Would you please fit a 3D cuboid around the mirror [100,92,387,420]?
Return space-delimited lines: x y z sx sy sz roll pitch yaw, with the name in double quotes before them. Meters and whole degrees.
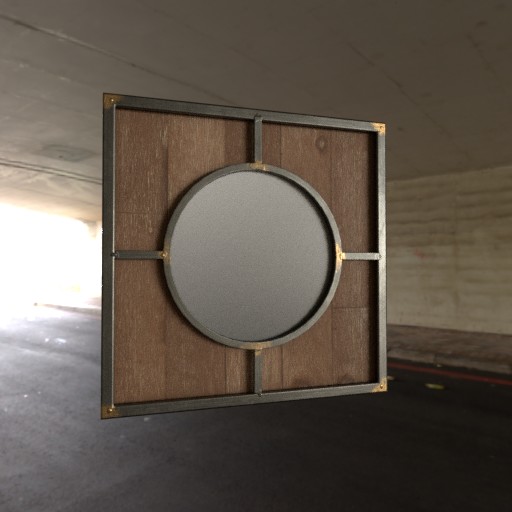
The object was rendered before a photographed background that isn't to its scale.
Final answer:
"mirror" 0.000 0.000 0.580 0.382 0.381 0.020 0 -1 -17
